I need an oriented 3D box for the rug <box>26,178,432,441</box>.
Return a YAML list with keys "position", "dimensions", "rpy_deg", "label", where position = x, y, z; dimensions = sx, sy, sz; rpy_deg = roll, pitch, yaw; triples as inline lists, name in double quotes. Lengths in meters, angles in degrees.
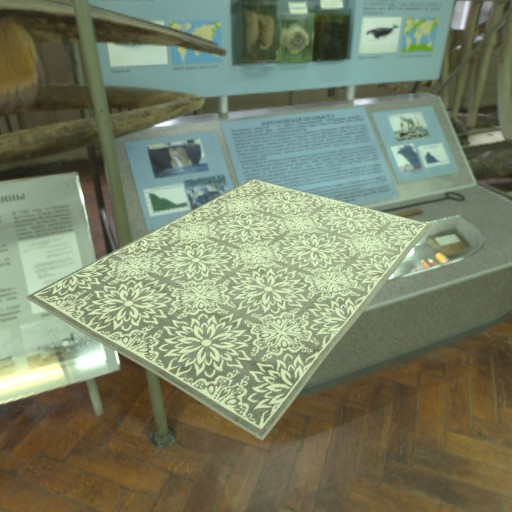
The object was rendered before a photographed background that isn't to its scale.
- position: [0.000, 0.000, 2.865]
  dimensions: [1.608, 0.014, 2.213]
  rpy_deg: [20, 36, 29]
  label: "rug"
